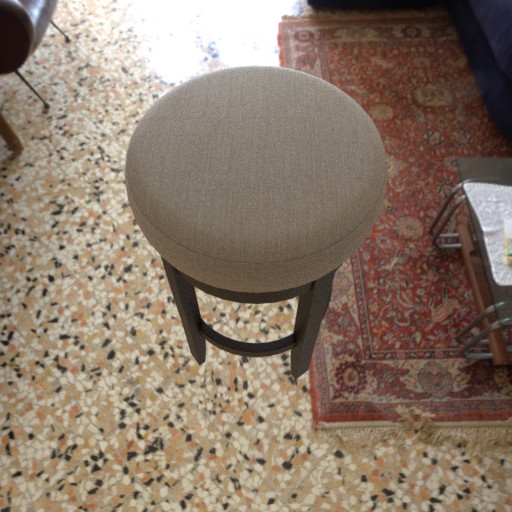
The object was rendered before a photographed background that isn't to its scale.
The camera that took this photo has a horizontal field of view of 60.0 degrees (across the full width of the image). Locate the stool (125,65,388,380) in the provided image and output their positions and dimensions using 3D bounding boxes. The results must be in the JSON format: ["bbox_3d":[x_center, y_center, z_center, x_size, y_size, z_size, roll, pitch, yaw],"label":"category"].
[{"bbox_3d":[0.000,0.000,1.030,0.443,0.757,0.443,0,60,0],"label":"stool"}]
